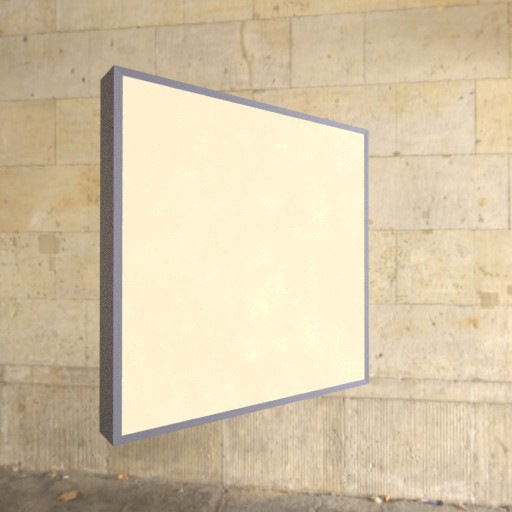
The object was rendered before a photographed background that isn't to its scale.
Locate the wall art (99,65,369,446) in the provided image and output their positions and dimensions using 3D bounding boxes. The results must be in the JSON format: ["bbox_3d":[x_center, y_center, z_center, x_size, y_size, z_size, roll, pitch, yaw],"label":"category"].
[{"bbox_3d":[0.000,0.000,0.451,0.302,0.300,0.036,0,-1,-36],"label":"wall art"}]
